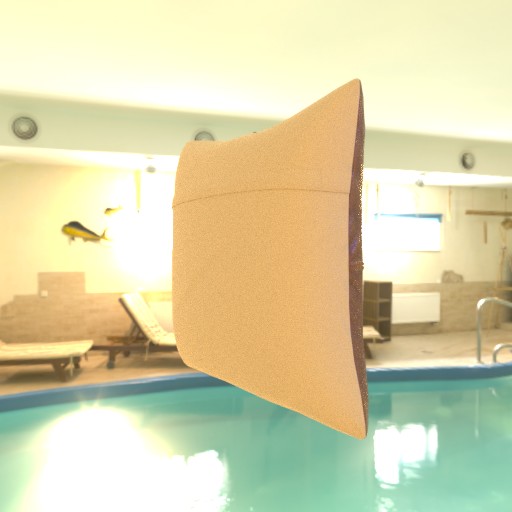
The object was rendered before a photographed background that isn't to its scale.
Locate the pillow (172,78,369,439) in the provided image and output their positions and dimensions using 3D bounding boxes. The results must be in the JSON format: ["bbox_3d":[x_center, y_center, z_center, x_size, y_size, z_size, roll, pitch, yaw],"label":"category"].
[{"bbox_3d":[0.000,0.000,0.753,0.192,0.470,0.484,-1,1,-37],"label":"pillow"}]
